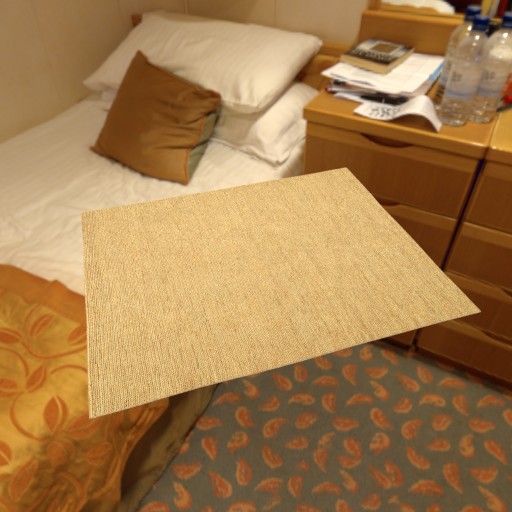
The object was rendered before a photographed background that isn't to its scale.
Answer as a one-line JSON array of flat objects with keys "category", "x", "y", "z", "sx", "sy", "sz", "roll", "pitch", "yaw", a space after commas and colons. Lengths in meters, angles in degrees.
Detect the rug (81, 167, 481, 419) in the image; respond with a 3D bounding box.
[{"category": "rug", "x": 0.000, "y": 0.000, "z": 4.080, "sx": 3.034, "sy": 0.012, "sz": 2.406, "roll": -12, "pitch": 42, "yaw": -13}]
